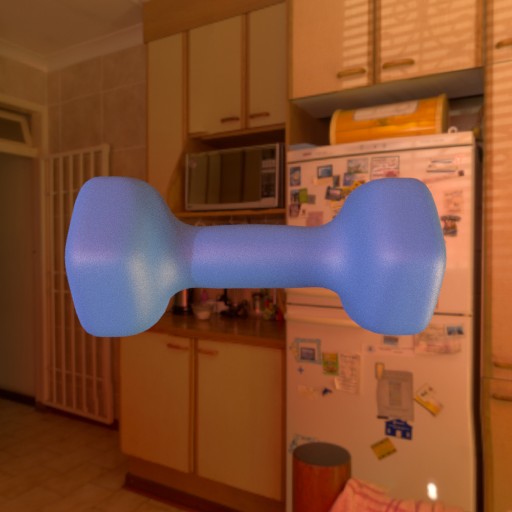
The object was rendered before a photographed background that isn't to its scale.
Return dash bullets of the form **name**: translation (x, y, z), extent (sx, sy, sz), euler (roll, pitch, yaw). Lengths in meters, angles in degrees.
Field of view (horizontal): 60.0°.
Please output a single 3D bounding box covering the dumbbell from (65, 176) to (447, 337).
- **dumbbell**: translation (0.000, 0.000, 0.273), extent (0.212, 0.093, 0.103), euler (0, 1, -1)
